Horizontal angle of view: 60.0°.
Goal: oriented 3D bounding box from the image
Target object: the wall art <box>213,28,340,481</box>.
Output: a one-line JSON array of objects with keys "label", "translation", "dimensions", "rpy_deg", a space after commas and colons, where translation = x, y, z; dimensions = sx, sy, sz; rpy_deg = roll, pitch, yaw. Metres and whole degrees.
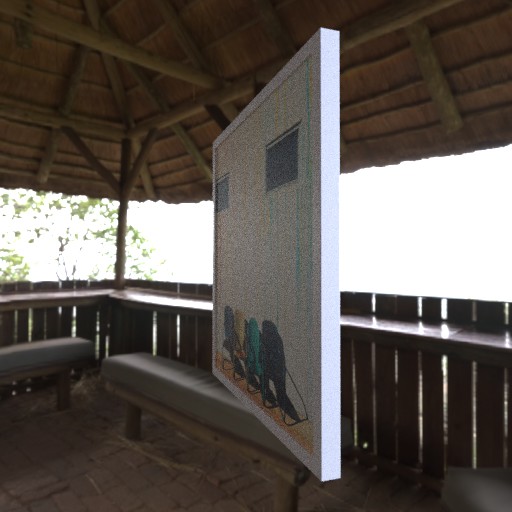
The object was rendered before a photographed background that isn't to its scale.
[{"label": "wall art", "translation": [0.000, 0.000, 1.106], "dimensions": [0.036, 0.760, 0.760], "rpy_deg": [0, -1, -19]}]
